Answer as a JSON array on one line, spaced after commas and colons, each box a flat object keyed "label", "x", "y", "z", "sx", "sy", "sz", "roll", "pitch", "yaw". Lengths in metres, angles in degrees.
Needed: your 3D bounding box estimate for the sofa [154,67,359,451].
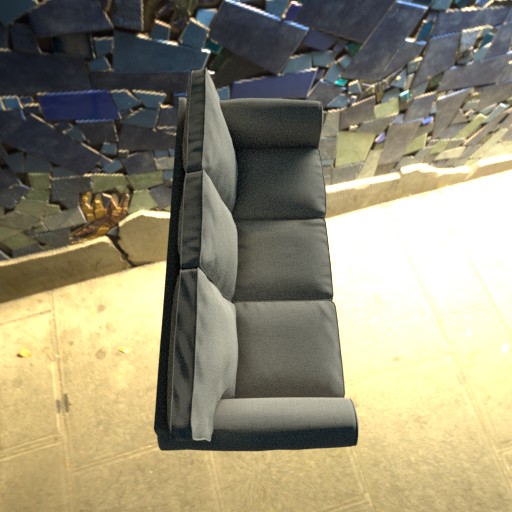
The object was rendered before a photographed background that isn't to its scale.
[{"label": "sofa", "x": 0.000, "y": 0.000, "z": 2.569, "sx": 0.916, "sy": 0.961, "sz": 2.084, "roll": -1, "pitch": 64, "yaw": -1}]
